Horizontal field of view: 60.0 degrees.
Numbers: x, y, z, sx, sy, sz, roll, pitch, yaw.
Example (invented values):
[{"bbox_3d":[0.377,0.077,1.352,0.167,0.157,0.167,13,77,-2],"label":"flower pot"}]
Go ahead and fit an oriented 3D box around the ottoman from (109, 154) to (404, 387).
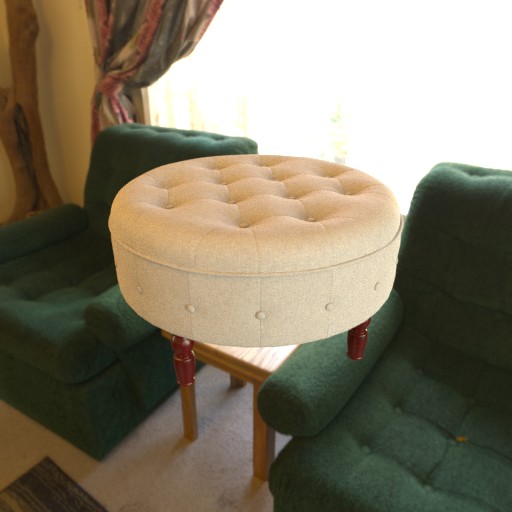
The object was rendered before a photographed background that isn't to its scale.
[{"bbox_3d":[0.000,0.000,1.403,0.849,0.478,0.849,0,26,0],"label":"ottoman"}]
